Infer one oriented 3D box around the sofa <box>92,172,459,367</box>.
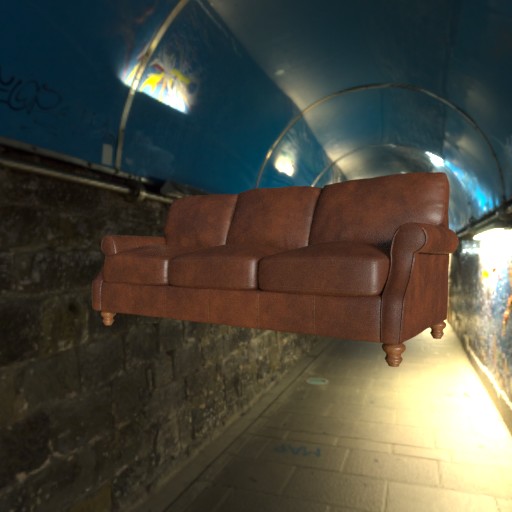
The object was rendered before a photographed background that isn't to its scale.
[{"bbox_3d":[0.000,0.000,2.891,2.351,0.977,0.973,0,0,35],"label":"sofa"}]
